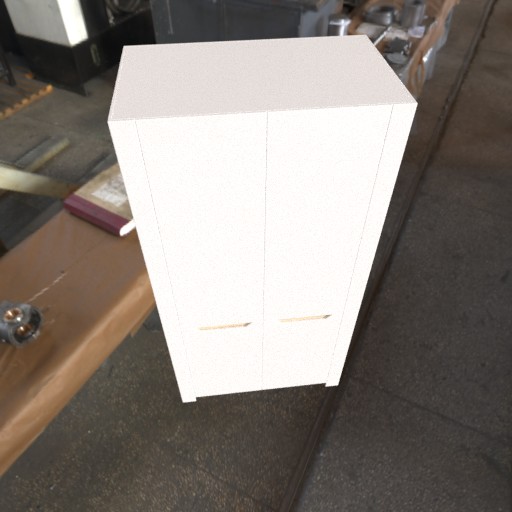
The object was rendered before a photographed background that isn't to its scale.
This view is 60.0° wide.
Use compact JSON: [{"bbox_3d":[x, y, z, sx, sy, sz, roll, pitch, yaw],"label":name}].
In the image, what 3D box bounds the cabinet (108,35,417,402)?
[{"bbox_3d":[0.000,0.000,2.283,0.980,1.920,0.580,-5,47,-5],"label":"cabinet"}]
